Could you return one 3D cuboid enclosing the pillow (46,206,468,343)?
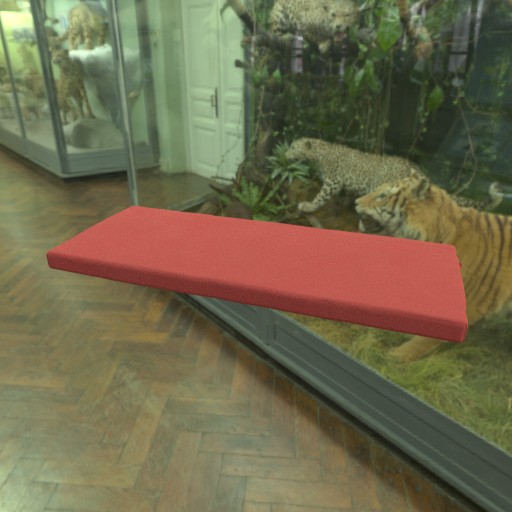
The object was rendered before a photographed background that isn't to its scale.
[{"bbox_3d":[0.000,0.000,1.344,1.187,0.081,0.492,8,26,17],"label":"pillow"}]
